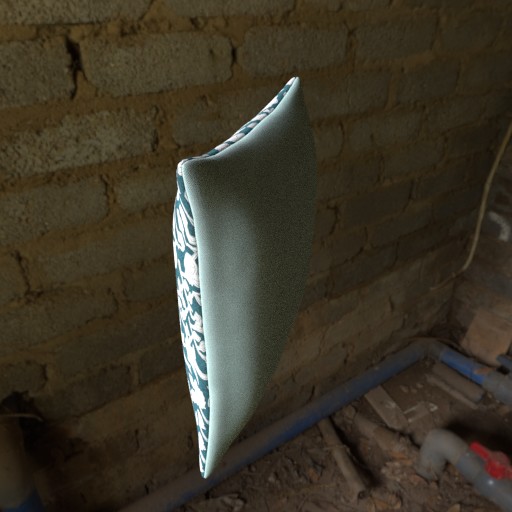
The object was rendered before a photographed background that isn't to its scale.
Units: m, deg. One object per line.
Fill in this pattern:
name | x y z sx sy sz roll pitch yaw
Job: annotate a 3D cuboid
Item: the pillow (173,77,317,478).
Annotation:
pillow | 0.000 0.000 0.767 0.166 0.508 0.525 9 32 14
